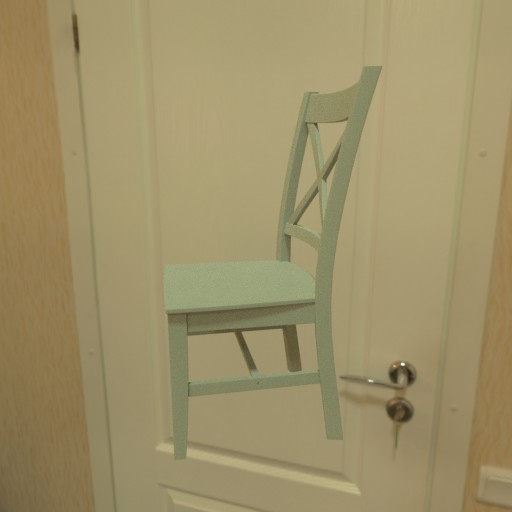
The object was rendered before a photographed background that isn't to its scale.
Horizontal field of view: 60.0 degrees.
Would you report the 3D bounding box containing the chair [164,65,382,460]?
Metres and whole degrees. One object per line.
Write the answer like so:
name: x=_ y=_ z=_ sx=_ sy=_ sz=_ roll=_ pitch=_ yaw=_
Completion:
chair: x=0.000 y=0.000 z=1.310 sx=0.542 sy=0.983 sz=0.485 roll=-3 pitch=13 yaw=-11
